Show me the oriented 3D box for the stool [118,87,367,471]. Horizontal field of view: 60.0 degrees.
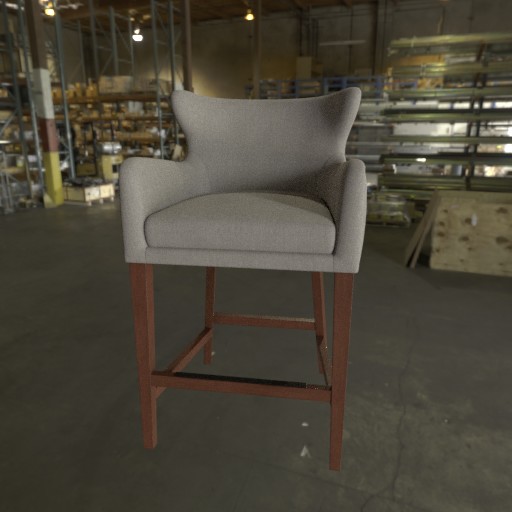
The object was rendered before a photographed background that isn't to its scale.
[{"bbox_3d":[0.000,0.000,1.302,0.575,0.951,0.575,2,16,9],"label":"stool"}]
